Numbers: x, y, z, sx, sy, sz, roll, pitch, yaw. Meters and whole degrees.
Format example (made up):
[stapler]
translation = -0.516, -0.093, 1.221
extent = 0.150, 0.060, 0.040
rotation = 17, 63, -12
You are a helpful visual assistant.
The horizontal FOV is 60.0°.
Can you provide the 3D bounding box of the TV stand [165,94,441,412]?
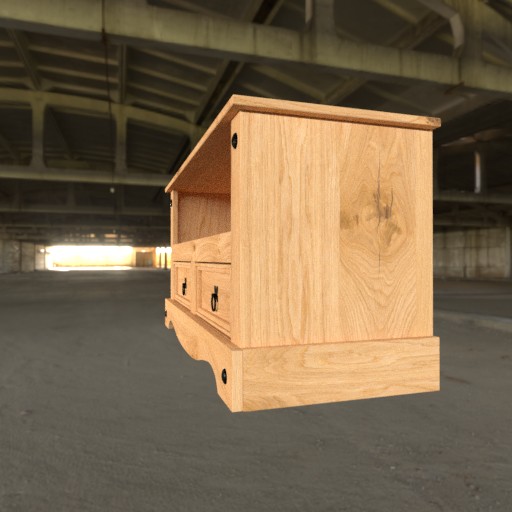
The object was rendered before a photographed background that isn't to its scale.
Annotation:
[TV stand]
translation = 0.000, 0.000, 1.340
extent = 0.440, 0.550, 1.080
rotation = 0, 0, -18
